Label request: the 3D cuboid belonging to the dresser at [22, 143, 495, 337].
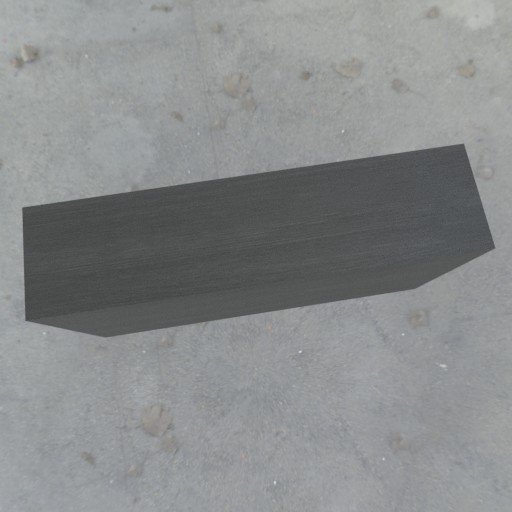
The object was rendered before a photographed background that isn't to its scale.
[{"bbox_3d":[0.000,0.000,1.914,1.590,0.795,0.400,-9,76,-2],"label":"dresser"}]
